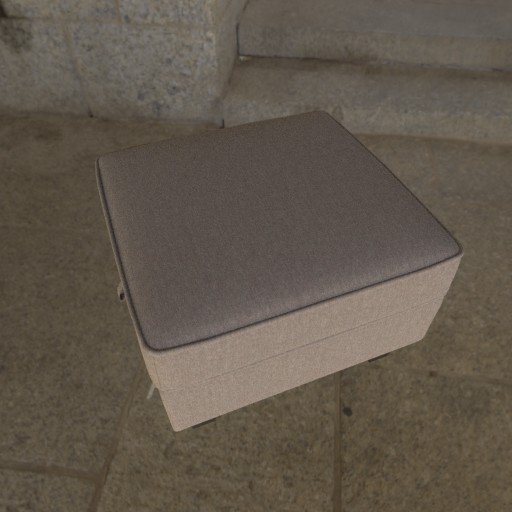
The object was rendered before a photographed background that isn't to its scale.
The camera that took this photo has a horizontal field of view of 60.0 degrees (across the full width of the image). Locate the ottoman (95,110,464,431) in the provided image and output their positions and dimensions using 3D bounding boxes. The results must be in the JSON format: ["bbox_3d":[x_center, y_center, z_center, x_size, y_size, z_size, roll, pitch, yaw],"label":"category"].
[{"bbox_3d":[0.000,0.000,1.413,0.871,0.612,0.808,-16,48,-15],"label":"ottoman"}]
